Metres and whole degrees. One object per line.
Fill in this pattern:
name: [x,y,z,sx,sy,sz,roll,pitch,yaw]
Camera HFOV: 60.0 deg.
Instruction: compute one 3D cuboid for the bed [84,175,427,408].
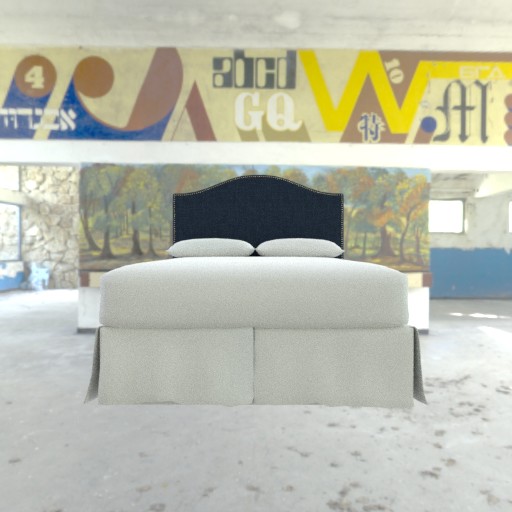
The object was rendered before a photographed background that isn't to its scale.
bed: [0.000,0.000,3.244,1.725,1.518,2.153,0,1,0]
